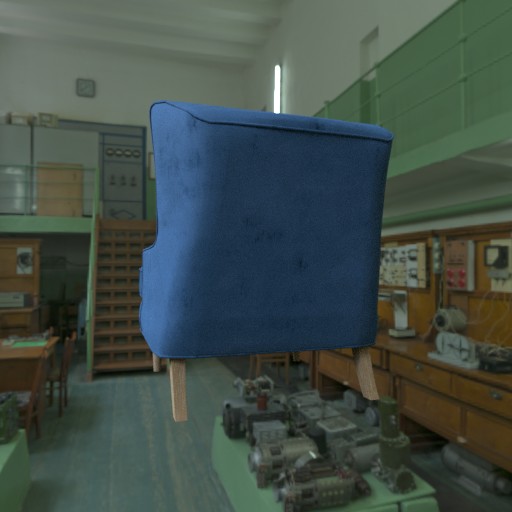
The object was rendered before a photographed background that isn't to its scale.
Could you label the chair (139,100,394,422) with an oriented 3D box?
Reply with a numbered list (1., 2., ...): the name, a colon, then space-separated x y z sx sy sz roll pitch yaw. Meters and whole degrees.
1. chair: 0.000 0.000 1.632 0.793 0.952 0.910 0 -1 -19
